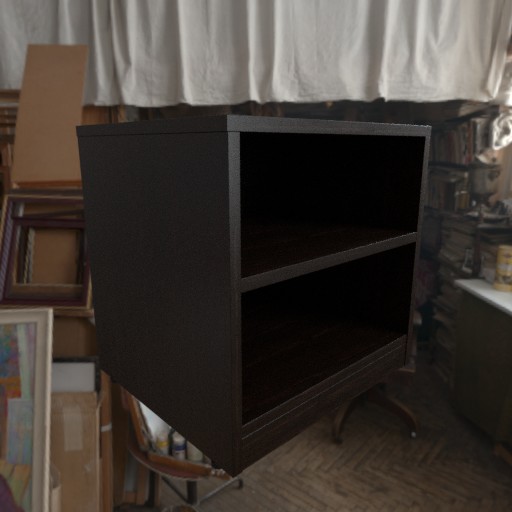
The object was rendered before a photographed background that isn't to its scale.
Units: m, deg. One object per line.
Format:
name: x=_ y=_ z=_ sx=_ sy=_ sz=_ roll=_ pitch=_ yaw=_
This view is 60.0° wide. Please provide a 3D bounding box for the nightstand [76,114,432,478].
nightstand: x=0.000 y=0.000 z=0.866 sx=0.489 sy=0.487 sz=0.427 roll=-13 pitch=19 yaw=-41
